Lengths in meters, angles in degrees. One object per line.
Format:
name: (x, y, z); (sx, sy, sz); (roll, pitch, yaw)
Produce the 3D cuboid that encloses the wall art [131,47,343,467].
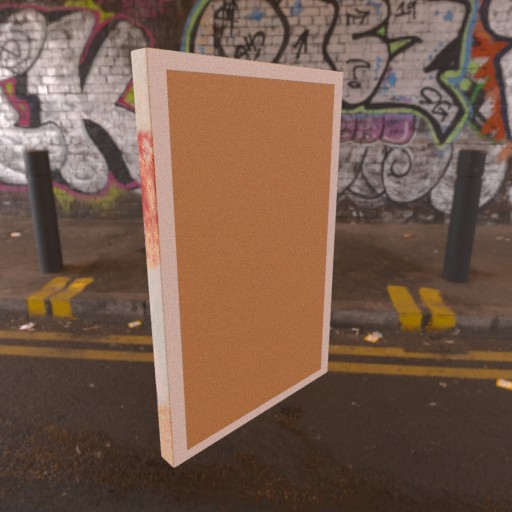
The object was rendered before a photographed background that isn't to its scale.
wall art: (0.000, 0.000, 0.758); (0.401, 0.610, 0.038); (-16, 23, -42)
